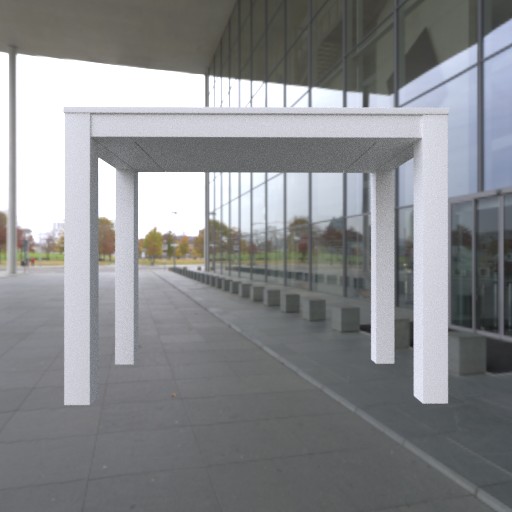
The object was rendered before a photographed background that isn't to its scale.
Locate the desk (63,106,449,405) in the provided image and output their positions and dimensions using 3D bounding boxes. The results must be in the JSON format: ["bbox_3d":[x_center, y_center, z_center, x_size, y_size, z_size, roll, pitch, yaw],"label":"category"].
[{"bbox_3d":[0.000,0.000,1.383,0.990,0.762,0.497,0,0,-1],"label":"desk"}]
